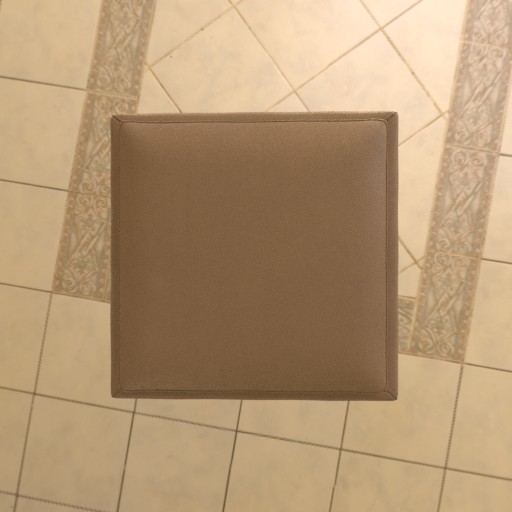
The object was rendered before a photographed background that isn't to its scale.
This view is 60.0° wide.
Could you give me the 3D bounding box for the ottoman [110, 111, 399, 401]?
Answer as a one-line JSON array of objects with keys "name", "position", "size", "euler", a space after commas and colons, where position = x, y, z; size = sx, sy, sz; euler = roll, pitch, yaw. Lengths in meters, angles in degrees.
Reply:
[{"name": "ottoman", "position": [0.000, 0.000, 0.819], "size": [0.450, 0.460, 0.451], "euler": [0, 90, 2]}]
